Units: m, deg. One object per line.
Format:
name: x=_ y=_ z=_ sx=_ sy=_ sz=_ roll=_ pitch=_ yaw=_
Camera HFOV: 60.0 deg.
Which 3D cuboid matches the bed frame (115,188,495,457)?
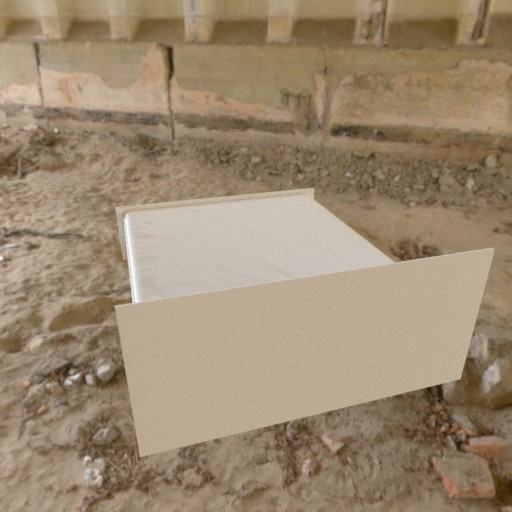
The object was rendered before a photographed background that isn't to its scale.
bed frame: x=0.000 y=0.000 z=2.918 sx=1.720 sy=0.800 sz=2.060 roll=-8 pitch=27 yaw=-15
